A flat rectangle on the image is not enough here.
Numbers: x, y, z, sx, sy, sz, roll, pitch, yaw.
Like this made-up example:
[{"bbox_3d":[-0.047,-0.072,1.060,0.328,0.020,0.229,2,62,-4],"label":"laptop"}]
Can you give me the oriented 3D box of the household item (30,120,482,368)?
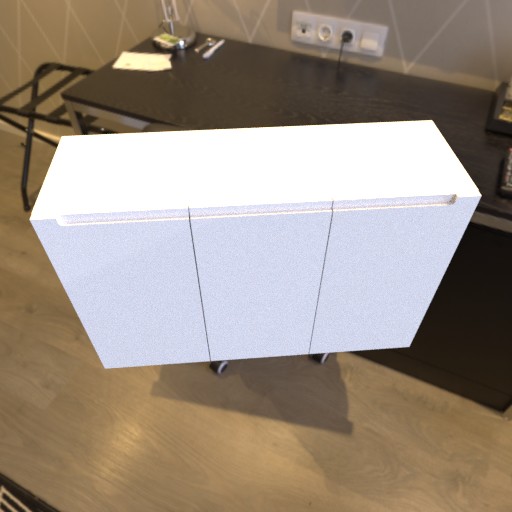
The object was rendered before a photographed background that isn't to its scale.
[{"bbox_3d":[0.000,0.000,1.729,1.300,0.867,0.420,-3,47,-3],"label":"household item"}]
